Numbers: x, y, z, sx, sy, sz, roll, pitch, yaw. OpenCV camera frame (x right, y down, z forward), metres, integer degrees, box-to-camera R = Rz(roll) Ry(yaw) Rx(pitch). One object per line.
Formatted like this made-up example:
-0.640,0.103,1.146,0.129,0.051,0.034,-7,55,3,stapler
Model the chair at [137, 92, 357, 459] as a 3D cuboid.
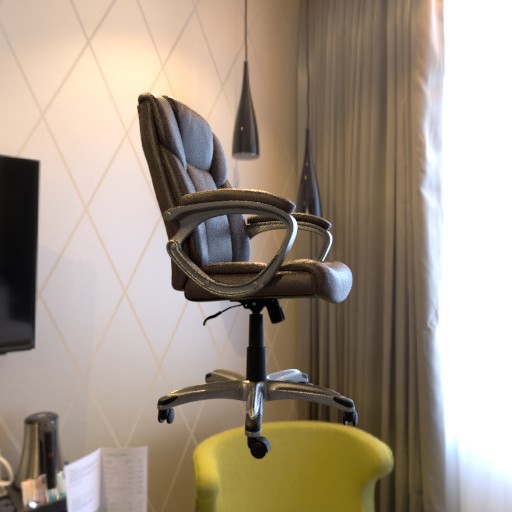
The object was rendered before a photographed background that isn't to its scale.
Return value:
0.000,0.000,1.569,0.692,1.128,0.656,0,-2,19,chair
